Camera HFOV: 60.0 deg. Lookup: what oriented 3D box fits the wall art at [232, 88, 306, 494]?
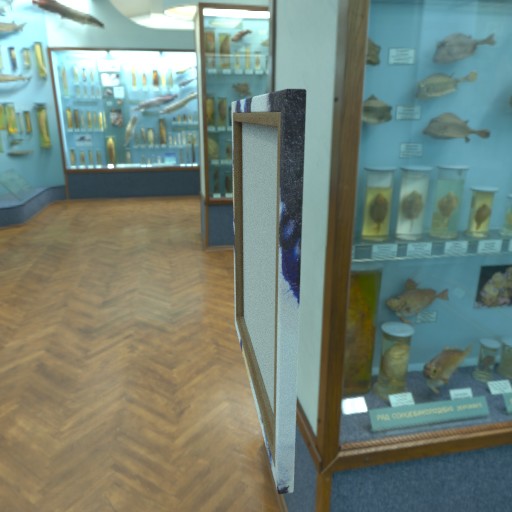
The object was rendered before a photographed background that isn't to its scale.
[{"bbox_3d":[0.000,0.000,1.315,0.038,0.885,0.887,-3,18,-9],"label":"wall art"}]
